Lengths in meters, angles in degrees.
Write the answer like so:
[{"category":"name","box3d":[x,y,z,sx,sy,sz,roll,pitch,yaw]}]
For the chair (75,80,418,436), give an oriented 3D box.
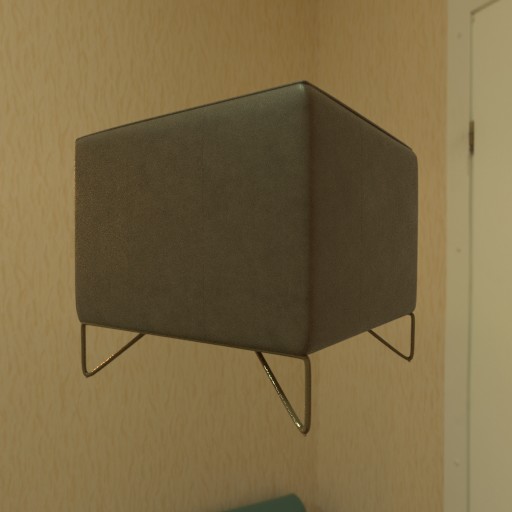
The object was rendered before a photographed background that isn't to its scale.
[{"category":"chair","box3d":[0.000,0.000,1.553,0.894,0.790,0.880,1,1,35]}]
